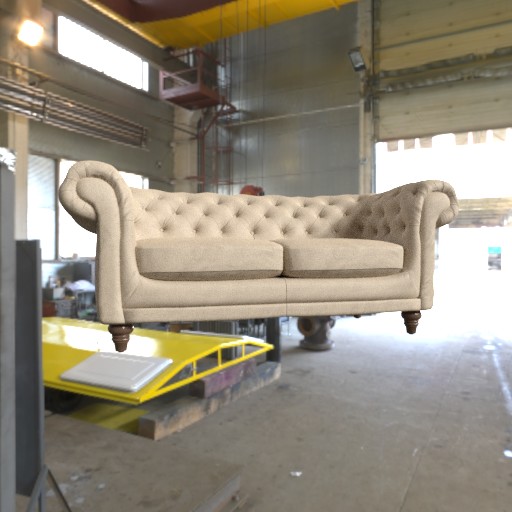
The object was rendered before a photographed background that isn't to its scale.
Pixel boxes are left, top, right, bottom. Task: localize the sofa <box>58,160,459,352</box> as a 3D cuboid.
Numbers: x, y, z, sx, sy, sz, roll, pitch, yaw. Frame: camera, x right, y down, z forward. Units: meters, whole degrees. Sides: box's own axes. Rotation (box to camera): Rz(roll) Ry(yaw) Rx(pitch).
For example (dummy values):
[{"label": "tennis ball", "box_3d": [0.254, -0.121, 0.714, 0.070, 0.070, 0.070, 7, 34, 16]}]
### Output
[{"label": "sofa", "box_3d": [0.000, 0.000, 2.564, 1.988, 0.835, 1.069, 0, 1, -16]}]
